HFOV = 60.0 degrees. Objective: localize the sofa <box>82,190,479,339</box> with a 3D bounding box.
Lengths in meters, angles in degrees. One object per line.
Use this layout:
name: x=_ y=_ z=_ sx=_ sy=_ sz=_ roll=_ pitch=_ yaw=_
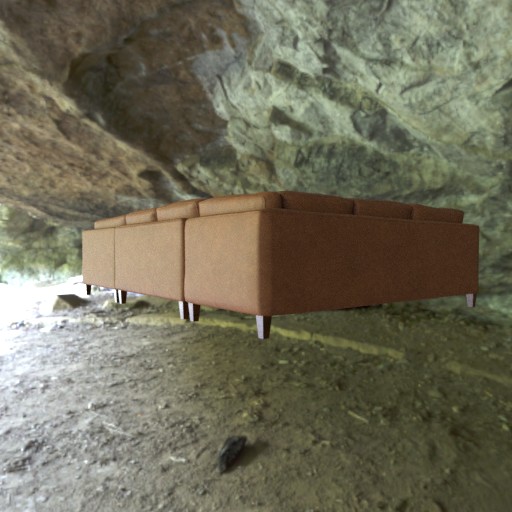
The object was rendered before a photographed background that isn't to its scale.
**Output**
sofa: x=0.000 y=0.000 z=4.632 sx=2.593 sy=0.923 sz=3.460 roll=0 pitch=1 yaw=-37
